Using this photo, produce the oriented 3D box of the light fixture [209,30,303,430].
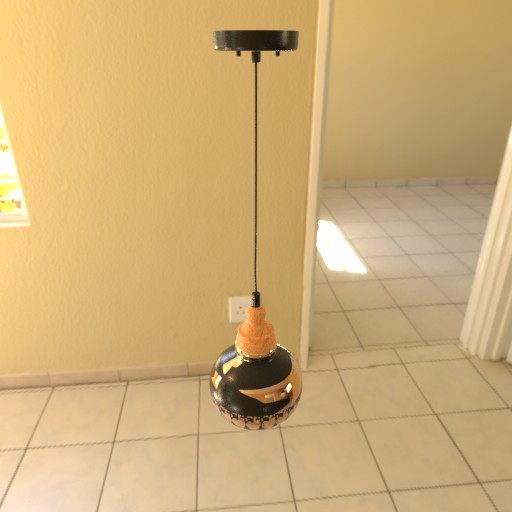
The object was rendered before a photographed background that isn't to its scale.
[{"bbox_3d":[0.000,0.000,1.775,0.430,1.606,0.430,-7,26,-14],"label":"light fixture"}]
